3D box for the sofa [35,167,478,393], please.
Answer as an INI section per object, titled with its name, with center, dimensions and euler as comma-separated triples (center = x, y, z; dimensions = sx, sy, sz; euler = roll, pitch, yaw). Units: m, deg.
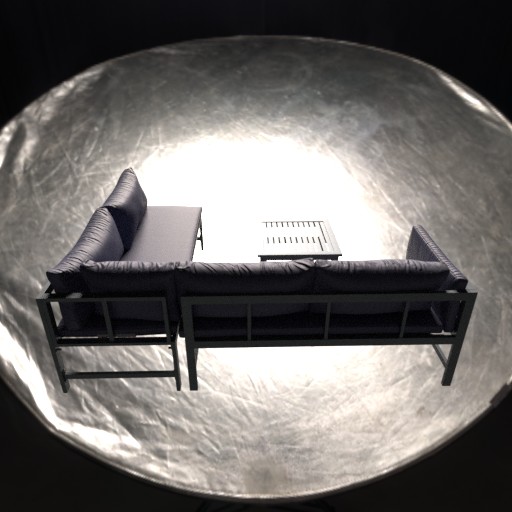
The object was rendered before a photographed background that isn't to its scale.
[sofa]
center = 0.000, 0.000, 2.981
dimensions = 2.149, 0.762, 1.658
euler = -1, 29, -1
